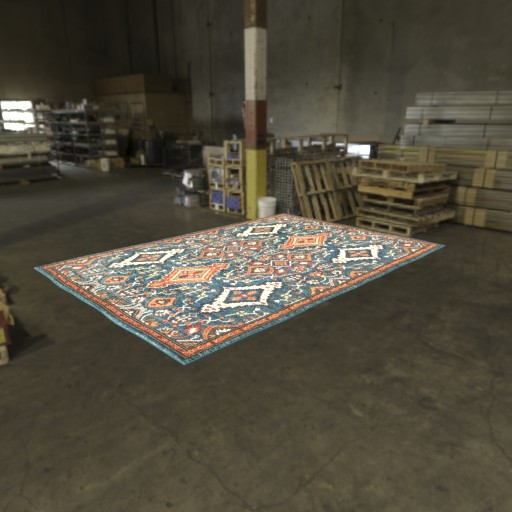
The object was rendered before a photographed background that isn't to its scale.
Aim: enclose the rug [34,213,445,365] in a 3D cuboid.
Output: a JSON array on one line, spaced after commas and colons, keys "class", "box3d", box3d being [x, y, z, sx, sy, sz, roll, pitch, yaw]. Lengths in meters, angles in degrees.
[{"class": "rug", "box3d": [0.000, 0.000, 3.030, 2.373, 0.009, 1.622, -16, 24, -42]}]
